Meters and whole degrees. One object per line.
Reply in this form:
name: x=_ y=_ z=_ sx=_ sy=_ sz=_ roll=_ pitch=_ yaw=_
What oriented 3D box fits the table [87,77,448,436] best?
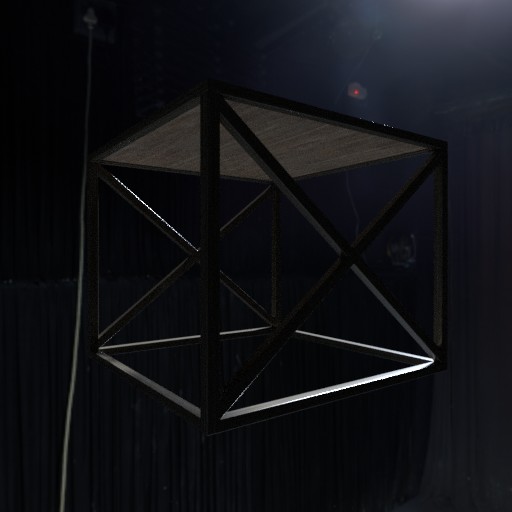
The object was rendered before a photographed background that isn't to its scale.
table: x=0.000 y=0.000 z=1.051 sx=0.611 sy=0.507 sz=0.609 roll=0 pitch=0 yaw=-36
